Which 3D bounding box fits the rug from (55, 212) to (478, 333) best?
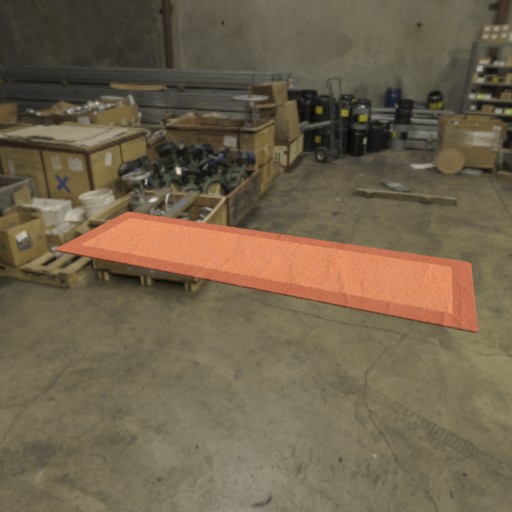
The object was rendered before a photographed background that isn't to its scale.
[{"bbox_3d":[0.000,0.000,2.695,2.471,0.013,0.914,8,26,16],"label":"rug"}]
